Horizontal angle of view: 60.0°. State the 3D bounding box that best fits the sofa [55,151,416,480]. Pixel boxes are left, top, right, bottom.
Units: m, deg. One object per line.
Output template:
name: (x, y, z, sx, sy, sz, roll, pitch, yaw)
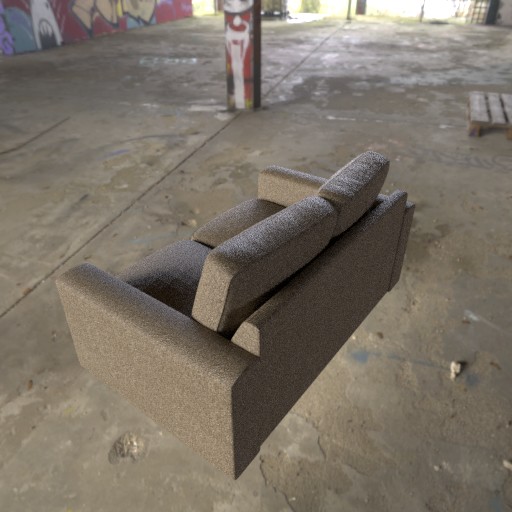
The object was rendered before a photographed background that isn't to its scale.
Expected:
sofa: (0.000, 0.000, 2.238, 1.016, 0.873, 1.616, 22, 39, 30)
